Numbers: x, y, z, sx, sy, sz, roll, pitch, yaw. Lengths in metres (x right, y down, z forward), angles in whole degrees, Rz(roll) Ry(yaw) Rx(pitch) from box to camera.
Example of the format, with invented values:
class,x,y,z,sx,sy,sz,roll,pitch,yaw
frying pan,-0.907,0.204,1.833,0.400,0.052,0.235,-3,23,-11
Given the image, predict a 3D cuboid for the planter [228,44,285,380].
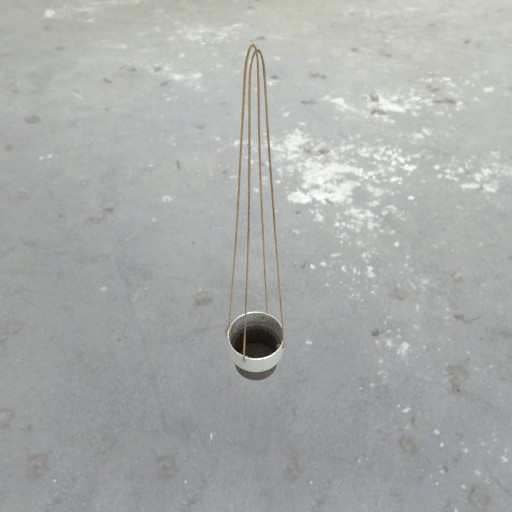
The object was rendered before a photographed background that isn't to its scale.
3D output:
class,x,y,z,sx,sy,sz,roll,pitch,yaw
planter,0.000,0.000,1.177,0.187,1.073,0.187,-16,48,-15
